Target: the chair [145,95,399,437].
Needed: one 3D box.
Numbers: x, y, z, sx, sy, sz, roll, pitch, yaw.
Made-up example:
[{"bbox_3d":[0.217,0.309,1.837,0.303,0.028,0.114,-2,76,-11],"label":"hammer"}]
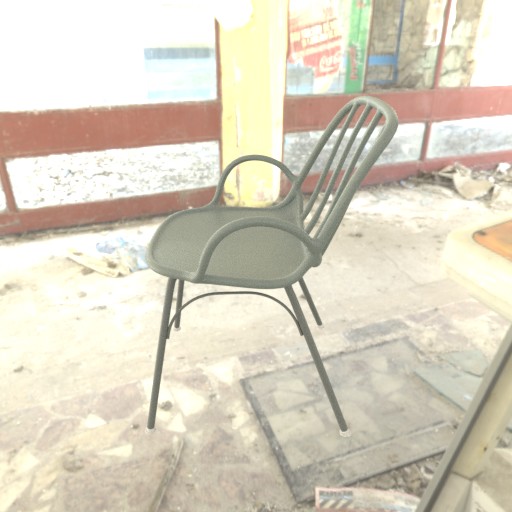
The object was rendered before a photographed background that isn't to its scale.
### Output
[{"bbox_3d":[0.000,0.000,1.215,0.597,0.816,0.549,0,26,0],"label":"chair"}]
